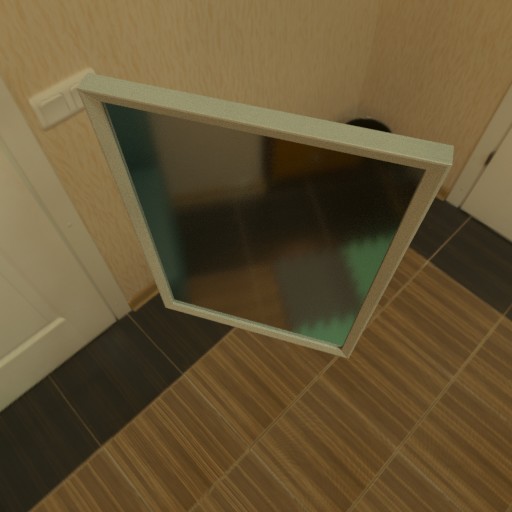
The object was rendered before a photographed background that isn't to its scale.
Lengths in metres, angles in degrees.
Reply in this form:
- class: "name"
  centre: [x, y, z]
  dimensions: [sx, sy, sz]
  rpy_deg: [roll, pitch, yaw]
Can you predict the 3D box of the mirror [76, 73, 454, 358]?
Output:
- class: "mirror"
  centre: [0.000, 0.000, 0.885]
  dimensions: [0.507, 0.710, 0.039]
  rpy_deg: [14, 59, 9]
